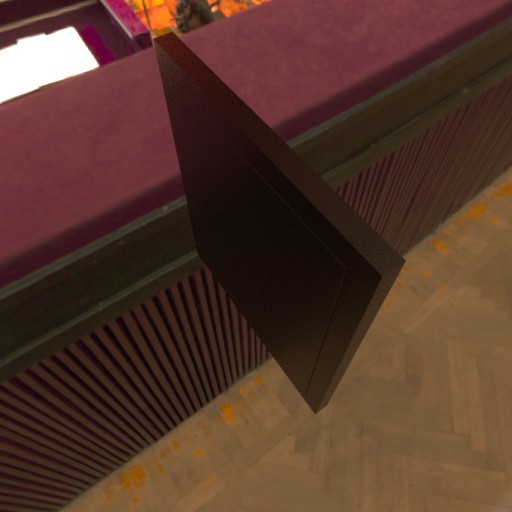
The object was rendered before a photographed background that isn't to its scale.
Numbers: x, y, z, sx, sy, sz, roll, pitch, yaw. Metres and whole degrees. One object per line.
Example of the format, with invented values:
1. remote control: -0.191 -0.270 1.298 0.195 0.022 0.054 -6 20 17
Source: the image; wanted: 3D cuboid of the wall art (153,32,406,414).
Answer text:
1. wall art: 0.000 0.000 0.756 0.031 0.558 0.461 -30 63 -18
